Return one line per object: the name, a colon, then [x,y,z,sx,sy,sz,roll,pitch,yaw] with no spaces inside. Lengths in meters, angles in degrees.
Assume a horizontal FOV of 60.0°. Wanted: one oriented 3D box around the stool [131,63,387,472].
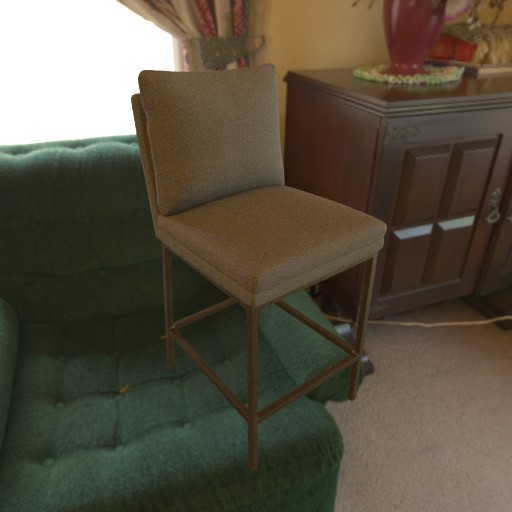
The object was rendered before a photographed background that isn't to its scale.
stool: [0.000,0.000,1.324,0.463,1.030,0.569,-21,35,-33]
